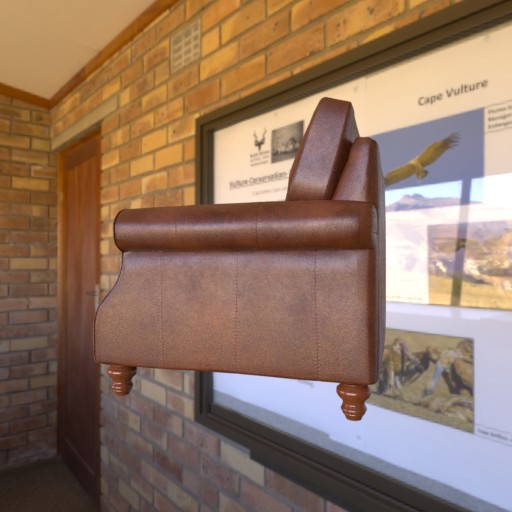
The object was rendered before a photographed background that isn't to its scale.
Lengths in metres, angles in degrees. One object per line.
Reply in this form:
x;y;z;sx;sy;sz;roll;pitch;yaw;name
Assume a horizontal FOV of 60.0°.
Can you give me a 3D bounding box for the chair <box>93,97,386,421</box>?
0.000;0.000;1.783;0.992;0.972;0.989;0;-1;18;chair
